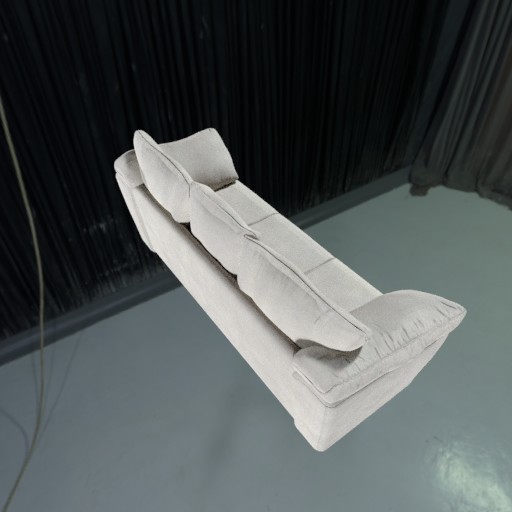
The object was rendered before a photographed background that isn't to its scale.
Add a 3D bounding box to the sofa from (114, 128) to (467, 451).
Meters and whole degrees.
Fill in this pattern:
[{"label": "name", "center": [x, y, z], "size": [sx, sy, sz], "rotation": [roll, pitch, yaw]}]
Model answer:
[{"label": "sofa", "center": [0.000, 0.000, 2.805], "size": [0.878, 0.996, 2.334], "rotation": [-26, 49, -26]}]
